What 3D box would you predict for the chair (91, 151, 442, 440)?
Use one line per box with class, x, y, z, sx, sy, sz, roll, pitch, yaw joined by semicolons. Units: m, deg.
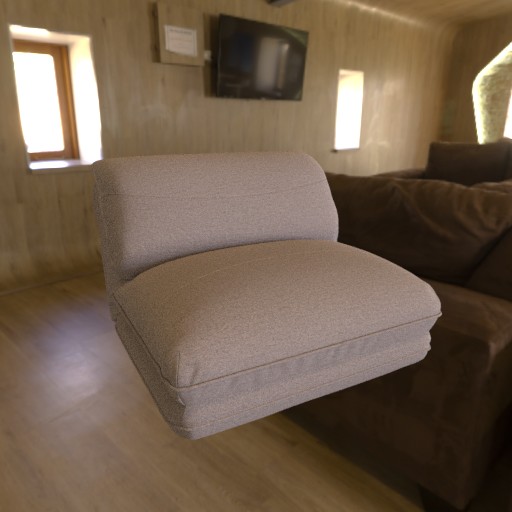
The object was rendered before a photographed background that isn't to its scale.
chair;0.000;0.000;1.347;0.820;0.580;0.780;-9;19;-27
